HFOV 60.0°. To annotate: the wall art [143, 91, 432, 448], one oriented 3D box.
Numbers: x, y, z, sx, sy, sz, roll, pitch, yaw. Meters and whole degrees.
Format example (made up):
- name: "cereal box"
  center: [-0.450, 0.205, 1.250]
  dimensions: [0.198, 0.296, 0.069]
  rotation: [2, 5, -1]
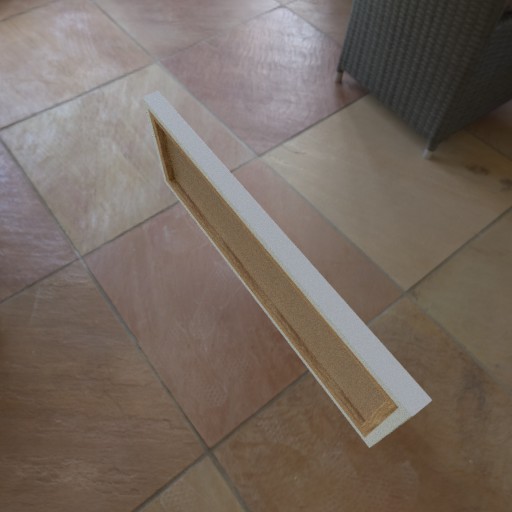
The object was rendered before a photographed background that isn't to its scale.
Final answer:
- name: "wall art"
  center: [0.000, 0.000, 0.852]
  dimensions: [0.038, 0.255, 0.763]
  rotation: [-30, 63, -18]
